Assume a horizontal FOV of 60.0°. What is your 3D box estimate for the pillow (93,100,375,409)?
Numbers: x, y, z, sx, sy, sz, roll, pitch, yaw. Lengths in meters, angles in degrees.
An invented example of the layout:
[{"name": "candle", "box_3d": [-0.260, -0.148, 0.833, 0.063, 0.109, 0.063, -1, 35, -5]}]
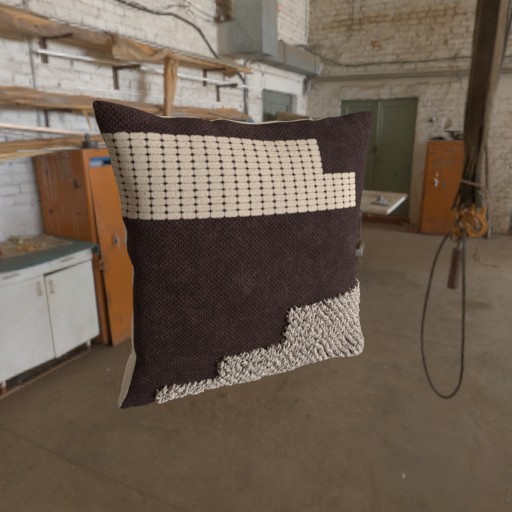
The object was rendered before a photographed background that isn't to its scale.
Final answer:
[{"name": "pillow", "box_3d": [0.000, 0.000, 0.733, 0.475, 0.473, 0.178, -8, 18, -26]}]
